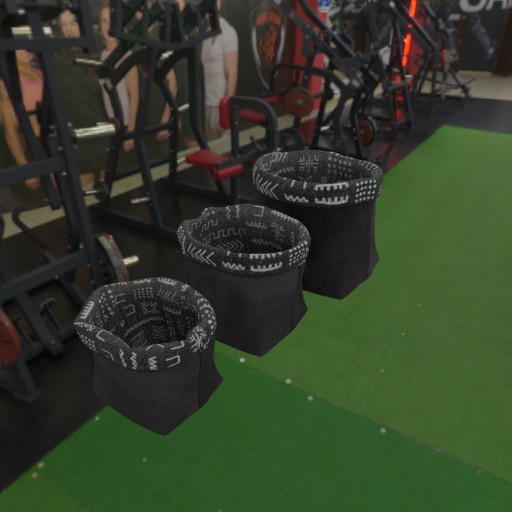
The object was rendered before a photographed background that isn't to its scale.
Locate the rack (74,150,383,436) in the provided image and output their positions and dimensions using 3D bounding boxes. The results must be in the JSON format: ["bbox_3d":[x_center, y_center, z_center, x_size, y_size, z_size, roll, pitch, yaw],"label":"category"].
[{"bbox_3d":[0.000,0.000,1.087,0.379,0.323,0.905,18,34,30],"label":"rack"}]
